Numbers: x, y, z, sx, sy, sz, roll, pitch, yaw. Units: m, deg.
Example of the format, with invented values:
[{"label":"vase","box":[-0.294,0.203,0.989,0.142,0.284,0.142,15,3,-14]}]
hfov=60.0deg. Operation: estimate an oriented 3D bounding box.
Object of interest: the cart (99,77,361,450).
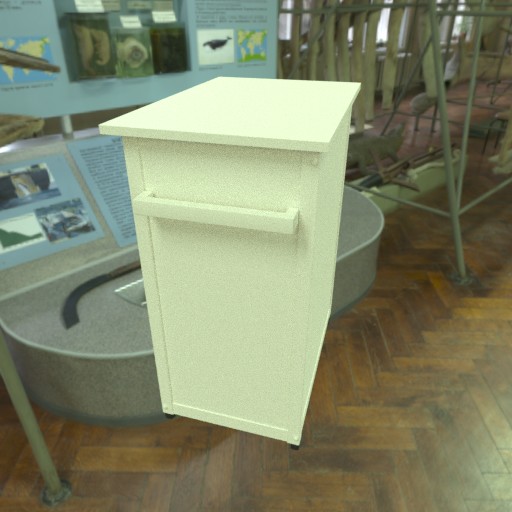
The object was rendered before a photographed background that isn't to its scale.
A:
[{"label":"cart","box":[0.000,0.000,1.281,0.442,0.864,0.683,8,31,14]}]
